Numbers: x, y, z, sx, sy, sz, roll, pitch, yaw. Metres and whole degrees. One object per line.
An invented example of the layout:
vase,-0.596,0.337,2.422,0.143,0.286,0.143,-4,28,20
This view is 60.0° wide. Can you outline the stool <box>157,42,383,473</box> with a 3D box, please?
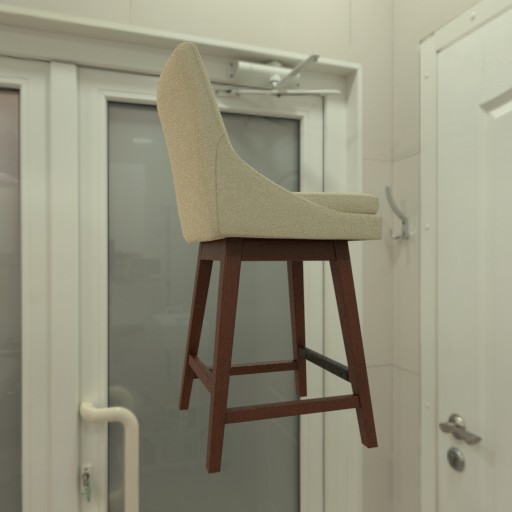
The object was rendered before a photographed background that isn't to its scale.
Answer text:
stool,0.000,0.000,1.288,0.559,0.991,0.469,0,0,-18
